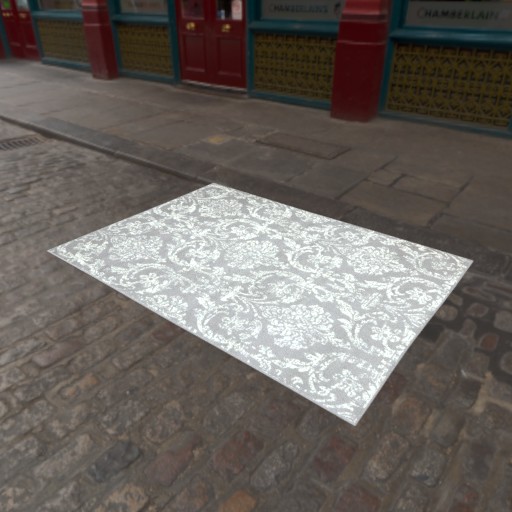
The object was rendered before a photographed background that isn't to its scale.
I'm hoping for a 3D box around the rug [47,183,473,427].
[{"bbox_3d":[0.000,0.000,2.813,2.206,0.014,1.578,21,36,32],"label":"rug"}]
